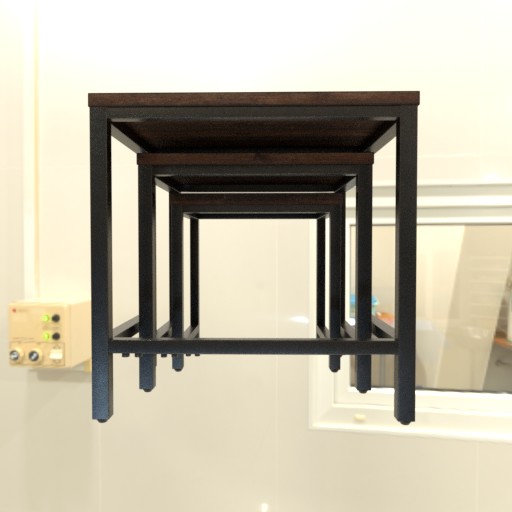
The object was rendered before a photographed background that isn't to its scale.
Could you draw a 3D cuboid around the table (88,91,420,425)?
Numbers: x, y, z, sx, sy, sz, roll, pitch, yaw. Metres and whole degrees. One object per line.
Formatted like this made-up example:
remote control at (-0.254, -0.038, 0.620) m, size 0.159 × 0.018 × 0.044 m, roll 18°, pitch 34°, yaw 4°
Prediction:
table at (0.000, 0.000, 1.146) m, size 0.608 × 0.616 × 0.660 m, roll 0°, pitch 1°, yaw 1°
